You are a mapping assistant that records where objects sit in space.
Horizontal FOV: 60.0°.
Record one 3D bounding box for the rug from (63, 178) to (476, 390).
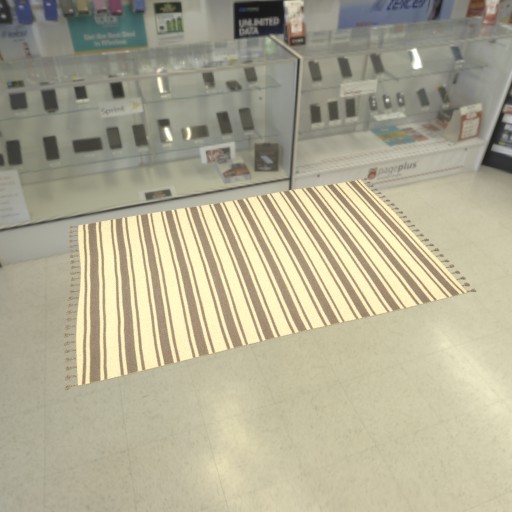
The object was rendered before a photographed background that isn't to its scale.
[{"bbox_3d":[0.000,0.000,2.563,2.096,0.011,1.229,-11,42,-13],"label":"rug"}]
